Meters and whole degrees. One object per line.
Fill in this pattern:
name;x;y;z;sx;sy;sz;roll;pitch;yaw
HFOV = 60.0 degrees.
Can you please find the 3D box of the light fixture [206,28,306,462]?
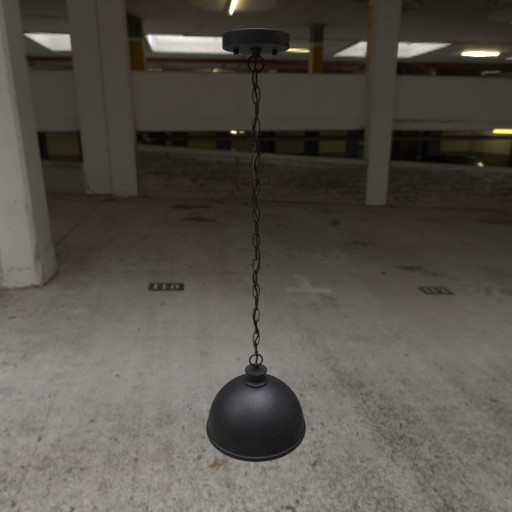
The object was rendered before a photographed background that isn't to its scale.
light fixture;0.000;0.000;1.204;0.304;1.090;0.304;-2;17;-8
